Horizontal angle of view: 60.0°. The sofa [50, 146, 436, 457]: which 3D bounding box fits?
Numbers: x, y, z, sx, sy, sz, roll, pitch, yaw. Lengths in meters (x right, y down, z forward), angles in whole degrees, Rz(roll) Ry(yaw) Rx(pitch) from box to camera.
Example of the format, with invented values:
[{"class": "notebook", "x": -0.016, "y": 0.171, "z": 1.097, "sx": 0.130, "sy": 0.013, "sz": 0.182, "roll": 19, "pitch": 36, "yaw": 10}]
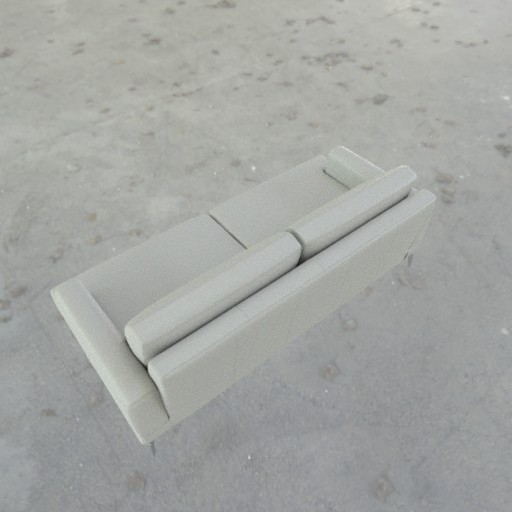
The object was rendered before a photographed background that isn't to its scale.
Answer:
[{"class": "sofa", "x": 0.000, "y": 0.000, "z": 2.389, "sx": 1.940, "sy": 0.765, "sz": 0.974, "roll": -30, "pitch": 54, "yaw": -25}]
